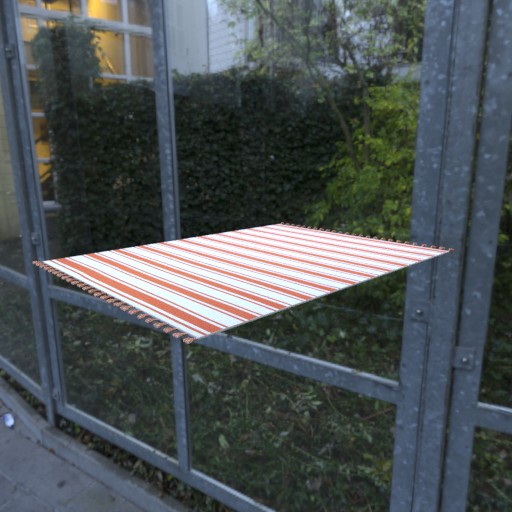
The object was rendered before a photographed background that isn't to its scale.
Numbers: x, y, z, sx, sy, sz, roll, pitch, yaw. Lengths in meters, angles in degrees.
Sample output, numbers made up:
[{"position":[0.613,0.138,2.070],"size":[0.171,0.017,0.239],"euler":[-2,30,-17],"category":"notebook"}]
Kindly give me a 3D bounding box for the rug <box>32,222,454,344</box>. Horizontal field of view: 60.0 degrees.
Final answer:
[{"position":[0.000,0.000,4.345],"size":[3.369,0.035,2.451],"euler":[-12,18,-42],"category":"rug"}]
